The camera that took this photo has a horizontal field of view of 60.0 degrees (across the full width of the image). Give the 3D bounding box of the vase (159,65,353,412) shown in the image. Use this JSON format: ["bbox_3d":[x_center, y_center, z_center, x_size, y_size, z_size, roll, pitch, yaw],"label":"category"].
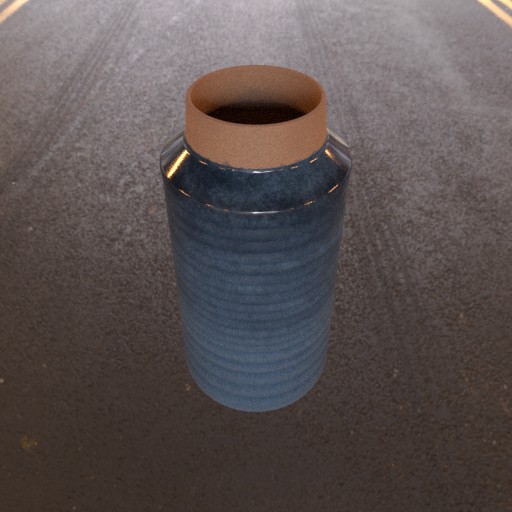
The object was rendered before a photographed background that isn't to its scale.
[{"bbox_3d":[0.000,0.000,0.414,0.163,0.316,0.163,0,45,0],"label":"vase"}]
